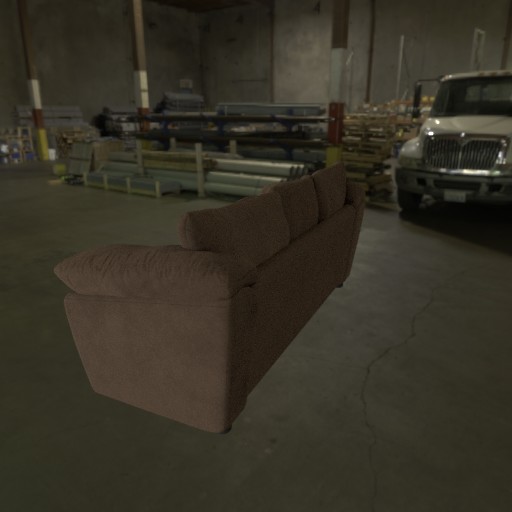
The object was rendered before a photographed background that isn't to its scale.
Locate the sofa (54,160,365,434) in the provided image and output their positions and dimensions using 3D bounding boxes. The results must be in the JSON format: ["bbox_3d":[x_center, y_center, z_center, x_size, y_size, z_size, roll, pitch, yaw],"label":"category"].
[{"bbox_3d":[0.000,0.000,2.789,0.878,1.015,2.336,8,20,24],"label":"sofa"}]
